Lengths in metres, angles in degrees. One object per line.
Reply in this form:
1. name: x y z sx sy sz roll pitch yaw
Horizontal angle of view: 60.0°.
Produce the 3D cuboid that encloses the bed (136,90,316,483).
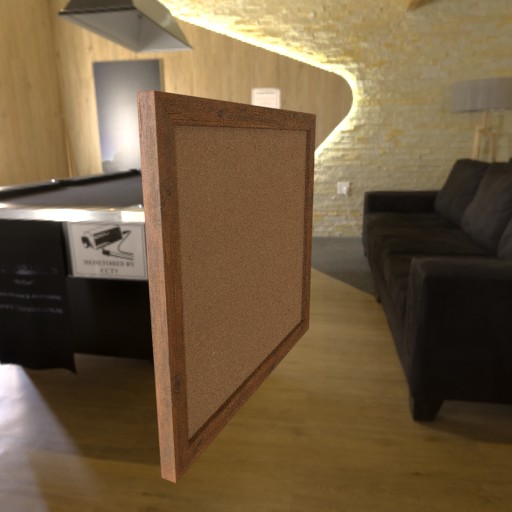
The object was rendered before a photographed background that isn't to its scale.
1. bed: 0.000 0.000 1.472 0.046 0.942 1.046 7 16 24
